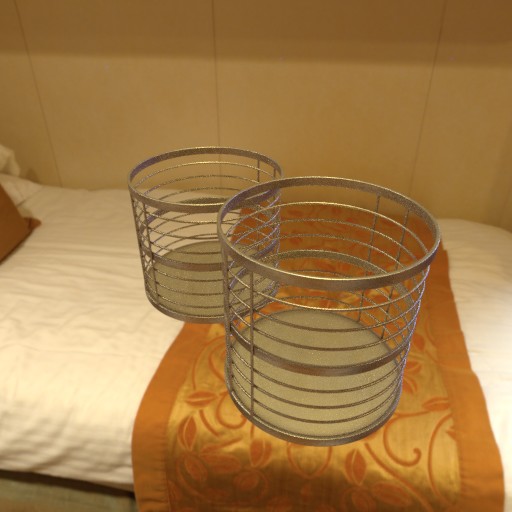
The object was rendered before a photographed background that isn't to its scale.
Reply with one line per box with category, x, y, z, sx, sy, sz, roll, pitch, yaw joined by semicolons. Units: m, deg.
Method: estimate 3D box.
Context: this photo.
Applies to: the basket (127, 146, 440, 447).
basket;0.000;0.000;0.951;0.356;0.351;0.746;-21;38;-29
